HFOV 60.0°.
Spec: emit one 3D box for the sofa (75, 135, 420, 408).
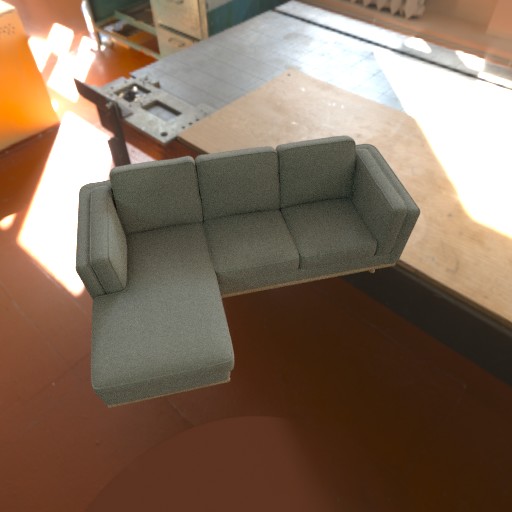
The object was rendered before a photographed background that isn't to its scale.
[{"bbox_3d":[0.000,0.000,3.248,2.411,0.929,1.604,-10,49,-9],"label":"sofa"}]
